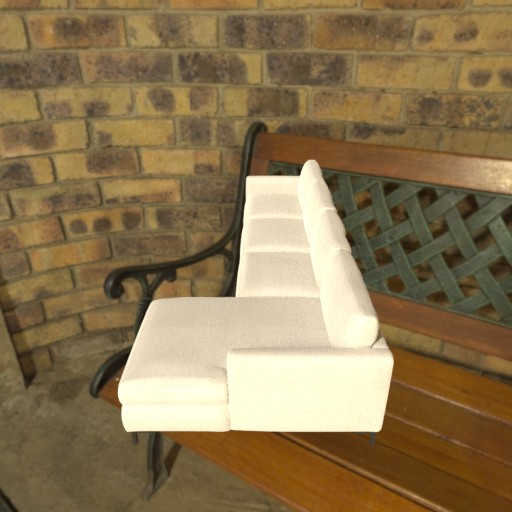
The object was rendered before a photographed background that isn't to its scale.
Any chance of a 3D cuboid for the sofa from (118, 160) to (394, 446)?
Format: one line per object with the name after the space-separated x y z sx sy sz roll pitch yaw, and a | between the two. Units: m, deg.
0.000 0.000 2.877 1.126 0.677 2.445 0 27 1 | sofa
